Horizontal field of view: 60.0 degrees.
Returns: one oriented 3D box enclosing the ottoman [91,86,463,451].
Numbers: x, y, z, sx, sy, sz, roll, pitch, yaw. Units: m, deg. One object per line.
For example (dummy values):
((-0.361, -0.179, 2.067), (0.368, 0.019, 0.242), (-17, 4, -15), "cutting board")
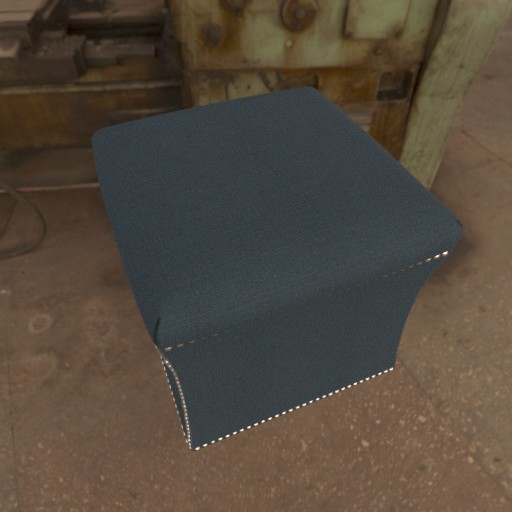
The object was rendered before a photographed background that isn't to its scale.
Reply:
((0.000, 0.000, 0.891), (0.497, 0.475, 0.507), (-17, 49, -15), "ottoman")
